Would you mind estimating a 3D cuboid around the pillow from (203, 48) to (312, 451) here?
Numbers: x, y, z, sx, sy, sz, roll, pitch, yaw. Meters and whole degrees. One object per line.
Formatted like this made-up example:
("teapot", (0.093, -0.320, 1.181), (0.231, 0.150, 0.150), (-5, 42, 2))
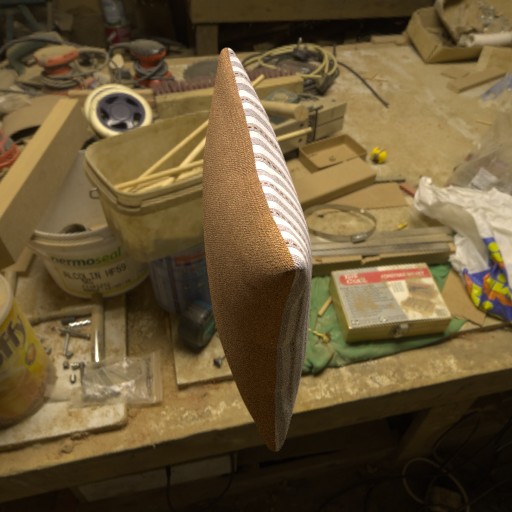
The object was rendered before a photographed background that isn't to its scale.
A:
("pillow", (0.000, 0.000, 0.654), (0.147, 0.437, 0.432), (-8, 47, -7))
